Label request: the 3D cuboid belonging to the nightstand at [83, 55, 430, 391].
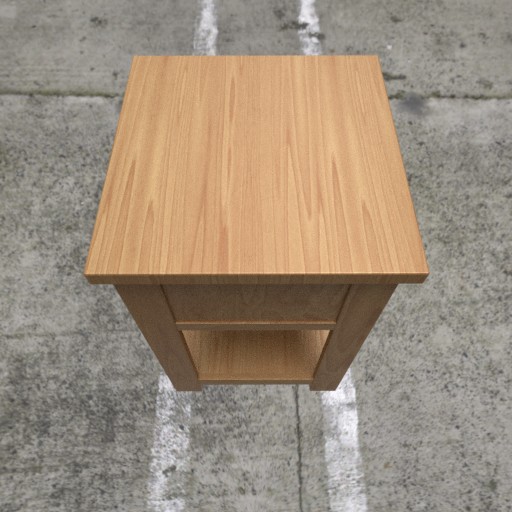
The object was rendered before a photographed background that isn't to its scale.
[{"bbox_3d":[0.000,0.000,0.905,0.418,0.614,0.428,0,59,0],"label":"nightstand"}]
